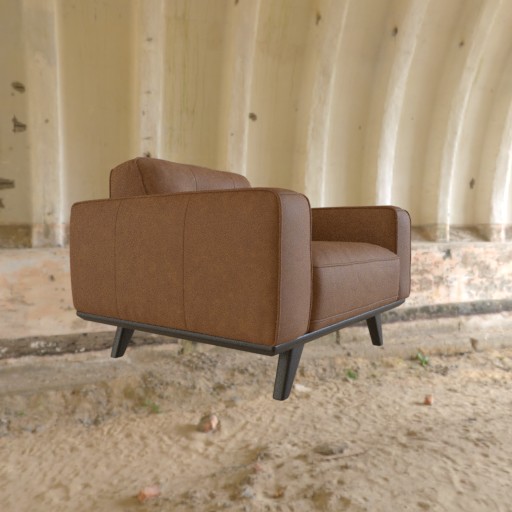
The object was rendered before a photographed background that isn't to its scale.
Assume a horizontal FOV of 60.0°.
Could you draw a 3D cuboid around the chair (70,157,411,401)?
[{"bbox_3d":[0.000,0.000,1.800,0.952,0.782,1.118,2,3,36],"label":"chair"}]
